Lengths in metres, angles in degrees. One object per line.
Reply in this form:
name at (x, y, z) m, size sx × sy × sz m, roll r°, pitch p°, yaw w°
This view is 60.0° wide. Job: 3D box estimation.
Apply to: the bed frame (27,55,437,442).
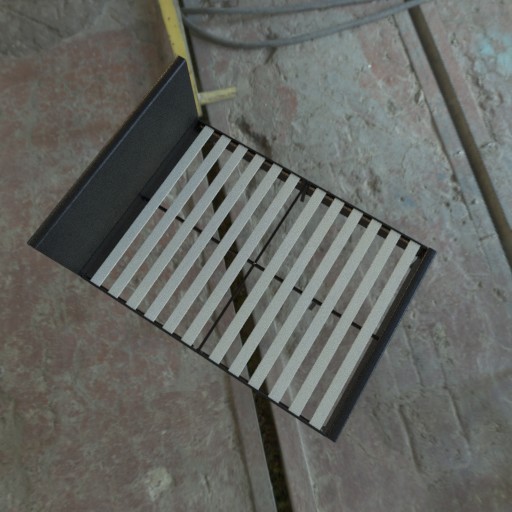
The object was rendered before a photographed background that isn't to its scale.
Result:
bed frame at (0.000, 0.000, 3.276) m, size 2.318 × 1.127 × 1.634 m, roll 31°, pitch 76°, yaw 8°
